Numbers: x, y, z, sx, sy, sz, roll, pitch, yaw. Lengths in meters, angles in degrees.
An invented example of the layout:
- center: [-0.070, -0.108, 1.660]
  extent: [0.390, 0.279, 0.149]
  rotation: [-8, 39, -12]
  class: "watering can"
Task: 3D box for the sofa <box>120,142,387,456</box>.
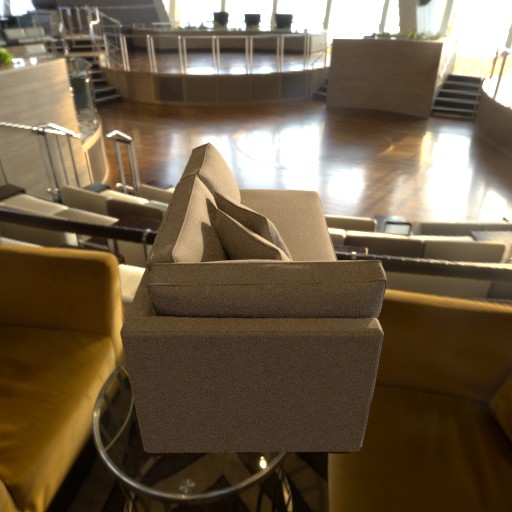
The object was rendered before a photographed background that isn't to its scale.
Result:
- center: [0.000, 0.000, 2.863]
  extent: [1.110, 1.019, 2.238]
  rotation: [0, 31, 0]
  class: "sofa"
